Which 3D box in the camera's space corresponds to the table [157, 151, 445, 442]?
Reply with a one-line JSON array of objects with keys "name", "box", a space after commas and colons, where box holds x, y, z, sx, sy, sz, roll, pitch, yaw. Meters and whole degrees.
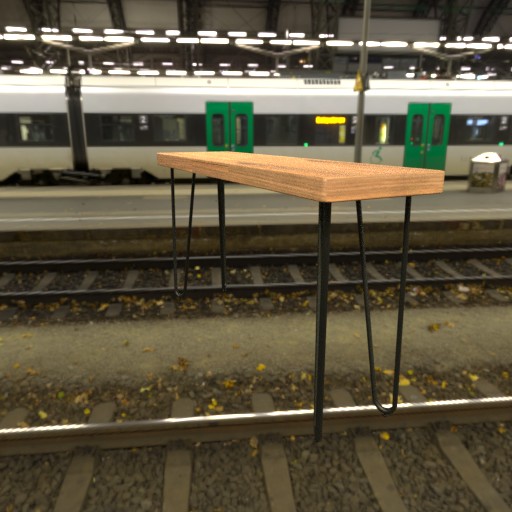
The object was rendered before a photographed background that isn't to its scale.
[{"name": "table", "box": [0.000, 0.000, 1.948, 0.425, 0.834, 1.570, -8, 17, -26]}]
